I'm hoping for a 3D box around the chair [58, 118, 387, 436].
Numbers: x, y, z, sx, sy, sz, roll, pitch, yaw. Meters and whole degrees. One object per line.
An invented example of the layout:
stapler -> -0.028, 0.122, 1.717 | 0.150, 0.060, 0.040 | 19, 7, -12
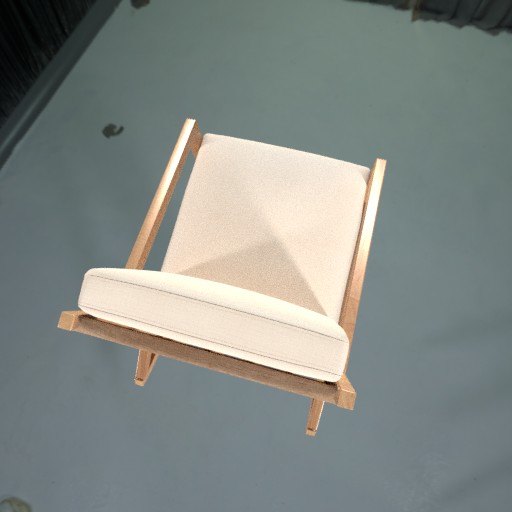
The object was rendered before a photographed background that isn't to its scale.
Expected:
chair -> 0.000, 0.000, 1.357 | 0.622, 0.790, 0.857 | 14, 64, 7
